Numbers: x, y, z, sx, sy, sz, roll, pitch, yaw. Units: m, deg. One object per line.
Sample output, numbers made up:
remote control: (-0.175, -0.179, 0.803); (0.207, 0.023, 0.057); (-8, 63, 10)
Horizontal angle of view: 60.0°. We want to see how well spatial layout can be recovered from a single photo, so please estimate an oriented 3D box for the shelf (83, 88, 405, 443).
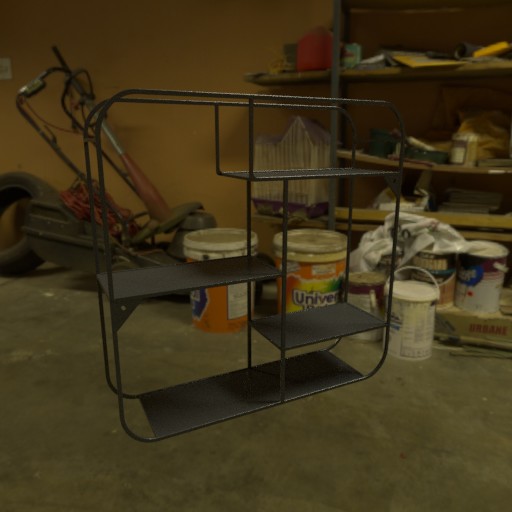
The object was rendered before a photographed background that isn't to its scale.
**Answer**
shelf: (0.000, 0.000, 0.899); (0.600, 0.600, 0.160); (-7, 16, -26)
